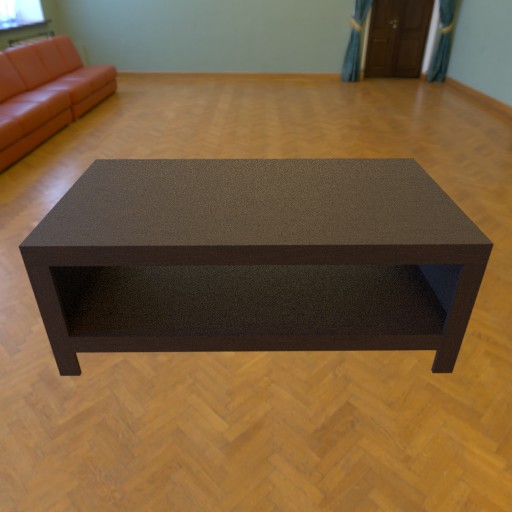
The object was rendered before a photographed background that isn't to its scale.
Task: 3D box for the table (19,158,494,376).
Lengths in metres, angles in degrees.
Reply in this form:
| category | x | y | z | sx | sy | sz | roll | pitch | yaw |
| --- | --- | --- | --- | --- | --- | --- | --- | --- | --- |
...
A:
| category | x | y | z | sx | sy | sz | roll | pitch | yaw |
| --- | --- | --- | --- | --- | --- | --- | --- | --- | --- |
| table | 0.000 | 0.000 | 1.390 | 1.099 | 0.424 | 0.597 | 0 | 31 | 0 |
